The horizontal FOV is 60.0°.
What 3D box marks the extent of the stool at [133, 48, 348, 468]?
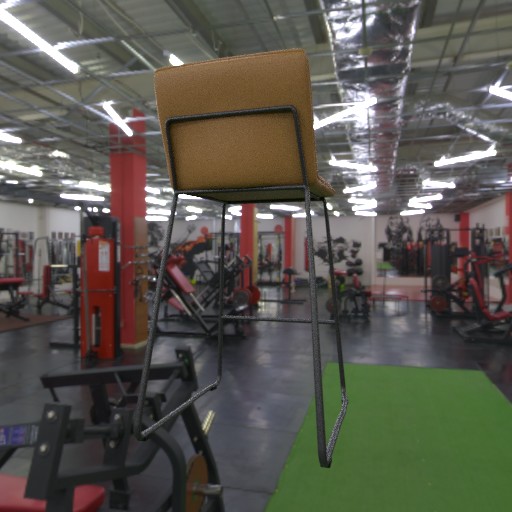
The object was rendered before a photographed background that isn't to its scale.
[{"bbox_3d":[0.000,0.000,1.270,0.489,0.936,0.524,0,0,17],"label":"stool"}]
